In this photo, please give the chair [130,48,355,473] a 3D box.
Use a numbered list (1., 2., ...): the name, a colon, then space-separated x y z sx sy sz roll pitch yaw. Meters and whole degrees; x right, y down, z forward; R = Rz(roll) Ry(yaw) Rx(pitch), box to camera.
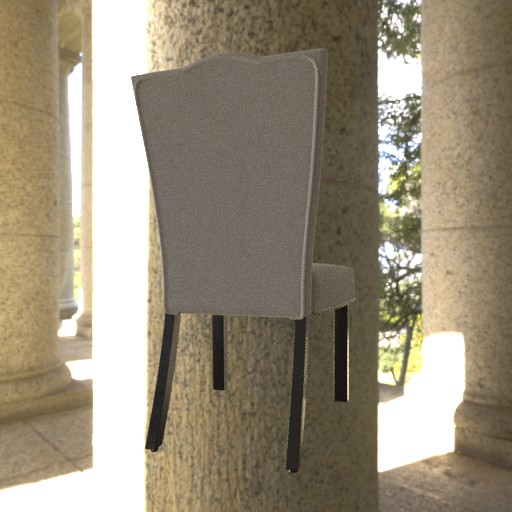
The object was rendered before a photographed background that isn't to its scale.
1. chair: 0.000 0.000 1.286 0.518 0.946 0.589 0 -1 17
